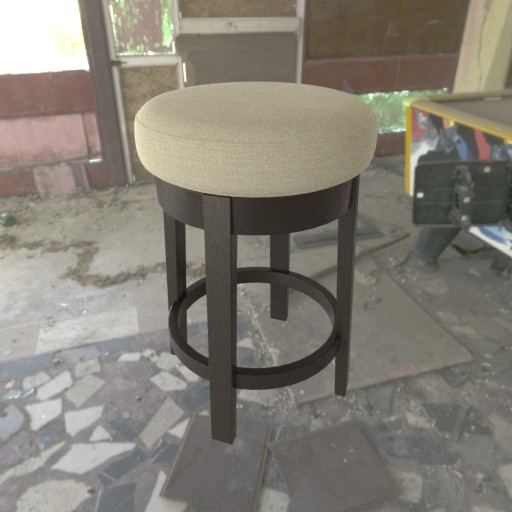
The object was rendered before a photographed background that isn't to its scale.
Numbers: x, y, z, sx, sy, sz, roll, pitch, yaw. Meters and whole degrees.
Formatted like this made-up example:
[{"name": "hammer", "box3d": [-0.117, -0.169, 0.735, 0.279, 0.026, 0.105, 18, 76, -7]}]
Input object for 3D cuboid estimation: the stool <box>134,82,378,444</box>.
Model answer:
[{"name": "stool", "box3d": [0.000, 0.000, 0.941, 0.449, 0.655, 0.449, 0, 30, 0]}]
